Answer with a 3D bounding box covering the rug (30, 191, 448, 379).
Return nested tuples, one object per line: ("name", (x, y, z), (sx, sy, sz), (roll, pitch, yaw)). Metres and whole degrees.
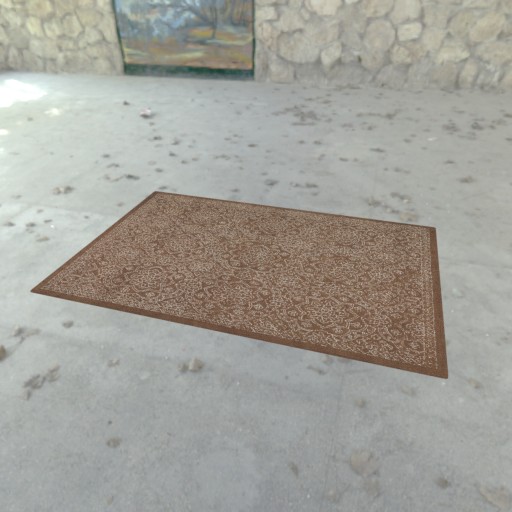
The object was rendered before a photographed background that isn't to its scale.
("rug", (0.000, 0.000, 2.326), (1.829, 0.010, 1.219), (9, 33, 14))
